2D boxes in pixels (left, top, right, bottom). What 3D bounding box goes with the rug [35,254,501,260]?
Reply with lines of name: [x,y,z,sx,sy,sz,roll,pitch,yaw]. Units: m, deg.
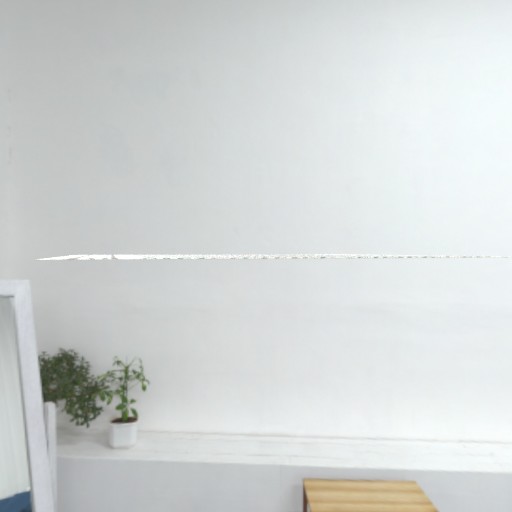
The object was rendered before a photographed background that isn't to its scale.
rug: [0.000,0.000,3.921,3.196,0.007,2.354,0,1,-18]
